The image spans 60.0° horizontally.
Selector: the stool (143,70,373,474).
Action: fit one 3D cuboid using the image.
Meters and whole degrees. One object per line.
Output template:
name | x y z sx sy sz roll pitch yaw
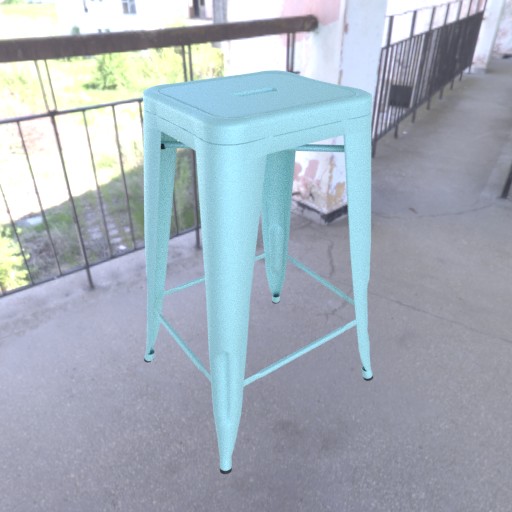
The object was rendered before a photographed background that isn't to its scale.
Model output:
stool | 0.000 0.000 0.849 0.399 0.609 0.359 -21 38 -30
